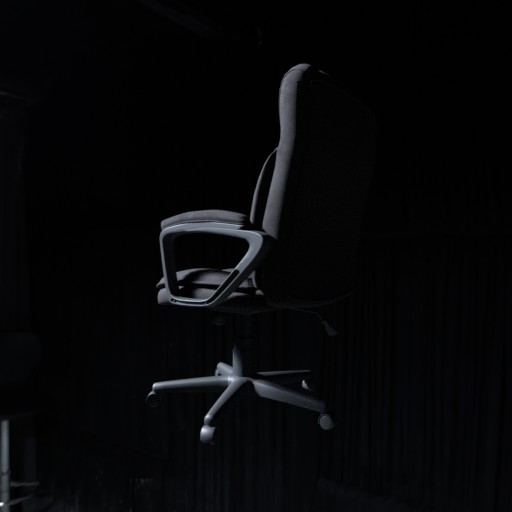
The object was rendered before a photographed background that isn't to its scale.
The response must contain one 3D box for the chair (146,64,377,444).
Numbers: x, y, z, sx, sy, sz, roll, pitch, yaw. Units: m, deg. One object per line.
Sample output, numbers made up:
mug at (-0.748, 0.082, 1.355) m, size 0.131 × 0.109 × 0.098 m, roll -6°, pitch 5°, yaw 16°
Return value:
chair at (0.000, 0.000, 1.587) m, size 0.724 × 1.105 × 0.667 m, roll 1°, pitch 1°, yaw 36°
